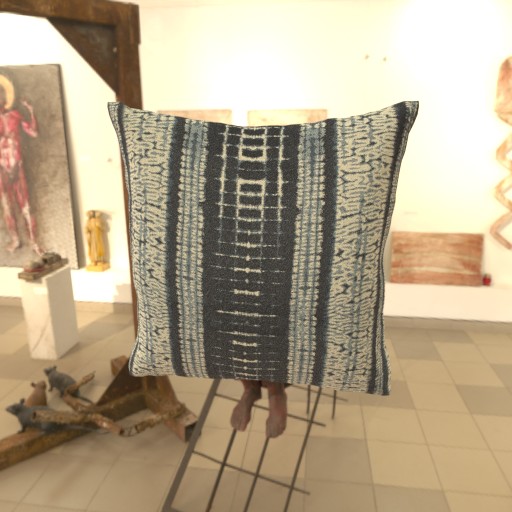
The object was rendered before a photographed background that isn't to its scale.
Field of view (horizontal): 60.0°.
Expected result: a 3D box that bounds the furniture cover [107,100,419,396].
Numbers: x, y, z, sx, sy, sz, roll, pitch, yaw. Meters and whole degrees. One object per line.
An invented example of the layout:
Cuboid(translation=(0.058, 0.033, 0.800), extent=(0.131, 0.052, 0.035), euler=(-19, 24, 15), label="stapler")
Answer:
Cuboid(translation=(0.000, 0.000, 0.656), extent=(0.425, 0.435, 0.133), euler=(2, 16, 7), label="furniture cover")
